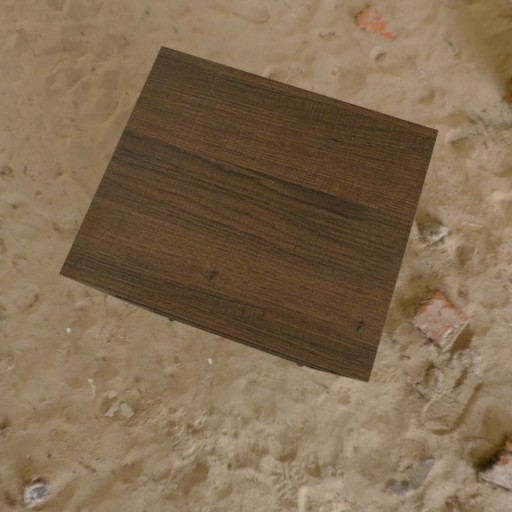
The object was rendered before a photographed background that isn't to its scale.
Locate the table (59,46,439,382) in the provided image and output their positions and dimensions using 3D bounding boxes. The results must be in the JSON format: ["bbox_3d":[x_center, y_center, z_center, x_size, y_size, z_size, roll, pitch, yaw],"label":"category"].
[{"bbox_3d":[0.000,0.000,1.167,0.526,0.866,0.457,19,78,4],"label":"table"}]
